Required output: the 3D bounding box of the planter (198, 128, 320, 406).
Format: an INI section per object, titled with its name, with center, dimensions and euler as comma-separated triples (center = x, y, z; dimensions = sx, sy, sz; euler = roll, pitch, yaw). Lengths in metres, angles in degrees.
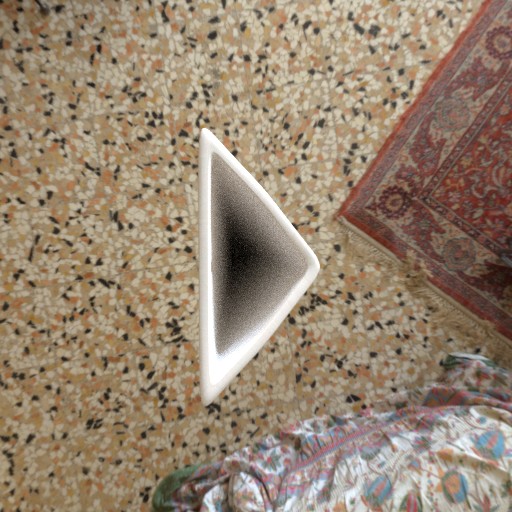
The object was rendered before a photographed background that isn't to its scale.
[planter]
center = 0.000, 0.000, 0.394
dimensions = 0.065, 0.338, 0.143
euler = 0, 92, -1
